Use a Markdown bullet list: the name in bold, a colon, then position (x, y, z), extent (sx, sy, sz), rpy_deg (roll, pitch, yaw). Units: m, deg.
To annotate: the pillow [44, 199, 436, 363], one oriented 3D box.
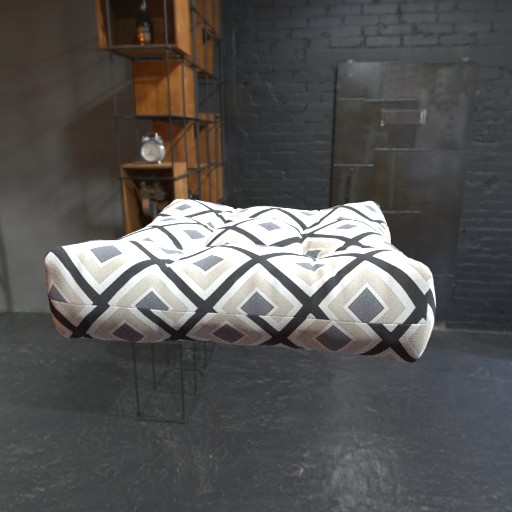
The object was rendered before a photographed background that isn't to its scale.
- **pillow**: position (0.000, 0.000, 0.727), extent (0.468, 0.128, 0.490), rpy_deg (2, 15, 8)
